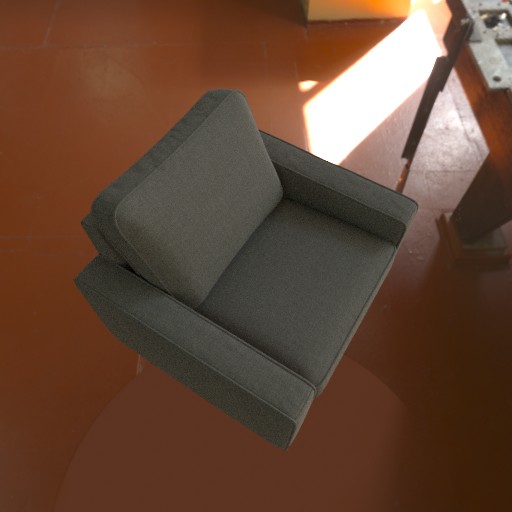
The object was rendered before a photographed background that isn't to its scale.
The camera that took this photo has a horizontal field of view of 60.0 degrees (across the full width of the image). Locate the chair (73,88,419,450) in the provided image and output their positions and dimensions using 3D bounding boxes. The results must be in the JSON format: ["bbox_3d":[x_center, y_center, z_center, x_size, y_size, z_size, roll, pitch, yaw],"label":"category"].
[{"bbox_3d":[0.000,0.000,1.747,0.940,0.919,1.017,29,63,16],"label":"chair"}]
